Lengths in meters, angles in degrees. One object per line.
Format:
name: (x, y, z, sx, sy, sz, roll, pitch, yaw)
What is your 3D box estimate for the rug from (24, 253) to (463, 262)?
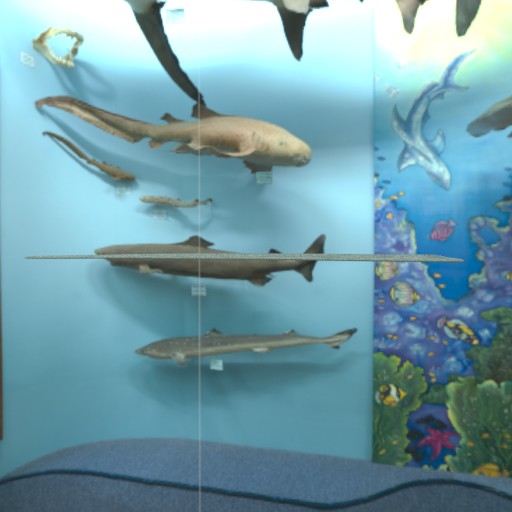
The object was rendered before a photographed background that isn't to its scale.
rug: (0.000, 0.000, 2.315, 1.830, 0.016, 1.224, 0, 1, 18)
